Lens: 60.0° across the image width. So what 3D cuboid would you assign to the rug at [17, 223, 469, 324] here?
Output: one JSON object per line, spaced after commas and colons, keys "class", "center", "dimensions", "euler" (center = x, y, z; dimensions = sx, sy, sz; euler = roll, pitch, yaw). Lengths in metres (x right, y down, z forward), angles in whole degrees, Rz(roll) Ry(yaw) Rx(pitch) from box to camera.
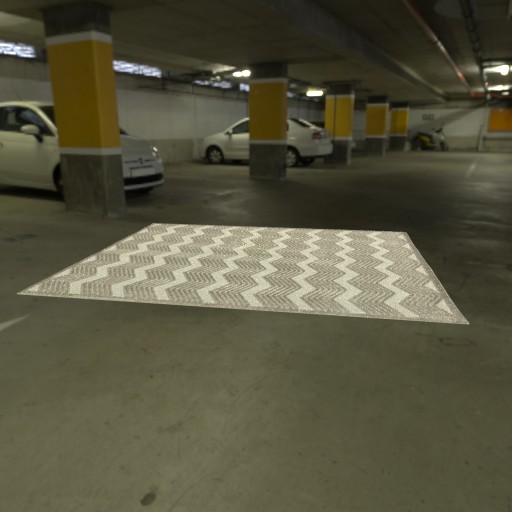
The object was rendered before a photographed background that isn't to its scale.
{"class": "rug", "center": [0.000, 0.000, 3.893], "dimensions": [2.880, 0.005, 2.391], "euler": [3, 16, 9]}
